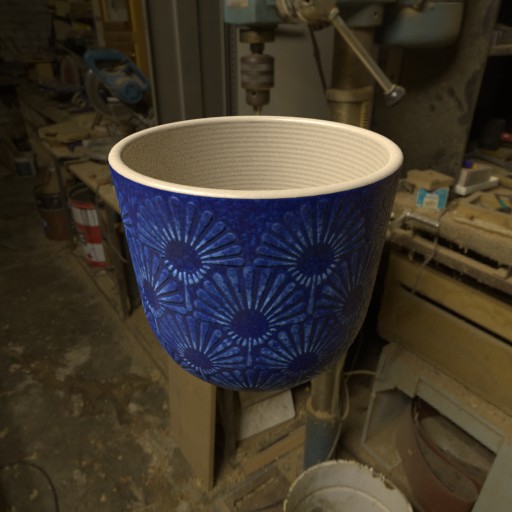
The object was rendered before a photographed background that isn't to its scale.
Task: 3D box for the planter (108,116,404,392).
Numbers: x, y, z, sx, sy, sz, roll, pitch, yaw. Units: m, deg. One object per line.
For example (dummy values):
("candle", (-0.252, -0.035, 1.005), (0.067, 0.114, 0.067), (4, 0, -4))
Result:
("planter", (0.000, 0.000, 0.300), (0.170, 0.153, 0.170), (0, 29, 0))
